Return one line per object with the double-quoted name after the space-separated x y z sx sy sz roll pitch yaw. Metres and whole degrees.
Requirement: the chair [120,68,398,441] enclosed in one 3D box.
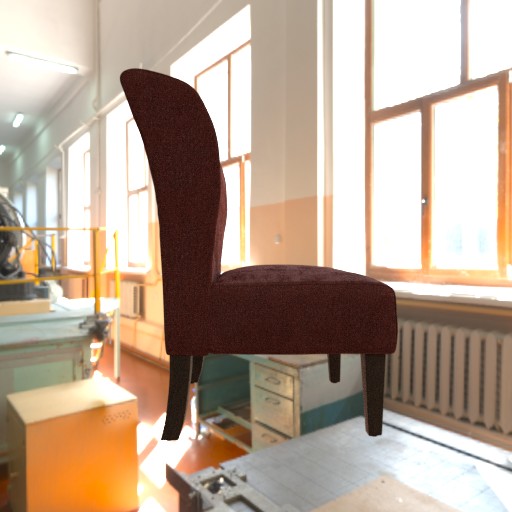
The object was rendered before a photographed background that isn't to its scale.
0.000 0.000 1.248 0.640 0.846 0.538 0 0 -2 "chair"
